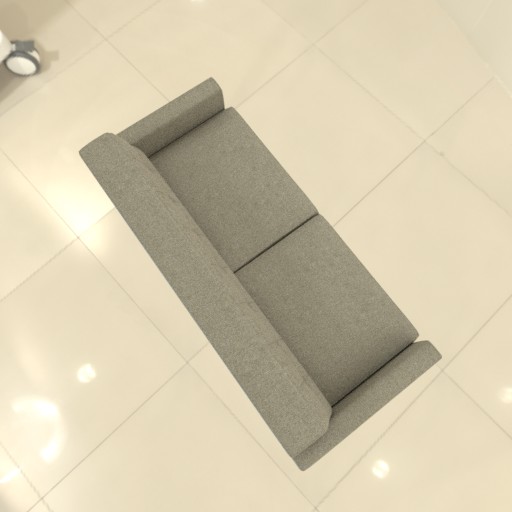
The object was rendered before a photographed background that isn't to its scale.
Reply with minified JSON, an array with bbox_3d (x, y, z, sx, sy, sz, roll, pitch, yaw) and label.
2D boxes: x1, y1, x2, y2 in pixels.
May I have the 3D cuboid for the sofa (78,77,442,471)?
[{"bbox_3d":[0.000,0.000,2.540,0.968,0.873,2.055,-35,78,-9],"label":"sofa"}]
